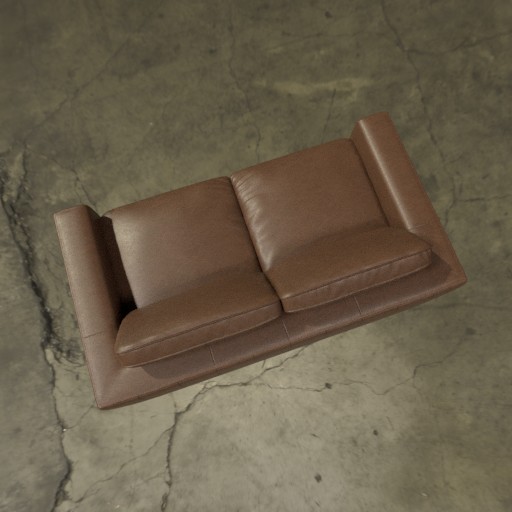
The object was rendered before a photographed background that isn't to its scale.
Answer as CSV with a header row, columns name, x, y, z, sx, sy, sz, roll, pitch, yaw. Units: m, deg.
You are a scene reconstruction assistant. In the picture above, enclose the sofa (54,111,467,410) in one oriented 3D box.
name,x,y,z,sx,sy,sz,roll,pitch,yaw
sofa,0.000,0.000,2.427,1.920,0.800,1.070,-18,76,-5
